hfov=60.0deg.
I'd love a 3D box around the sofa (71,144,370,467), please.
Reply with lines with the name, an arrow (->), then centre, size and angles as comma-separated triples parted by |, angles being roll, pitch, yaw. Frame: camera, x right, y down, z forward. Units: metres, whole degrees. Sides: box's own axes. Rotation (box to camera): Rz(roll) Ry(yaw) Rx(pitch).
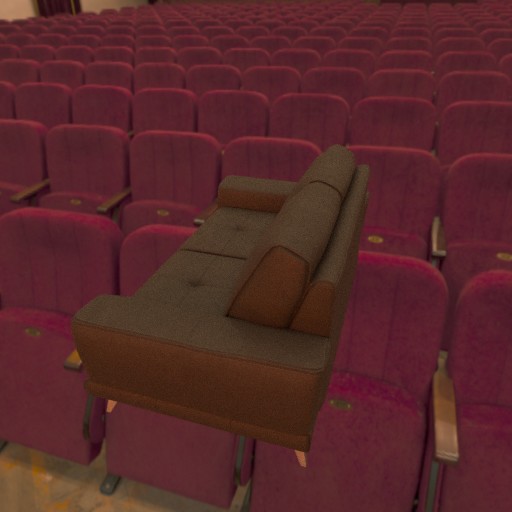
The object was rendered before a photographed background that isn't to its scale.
sofa -> 0.000, 0.000, 2.358 | 1.018, 0.907, 1.806 | 9, 31, 15
